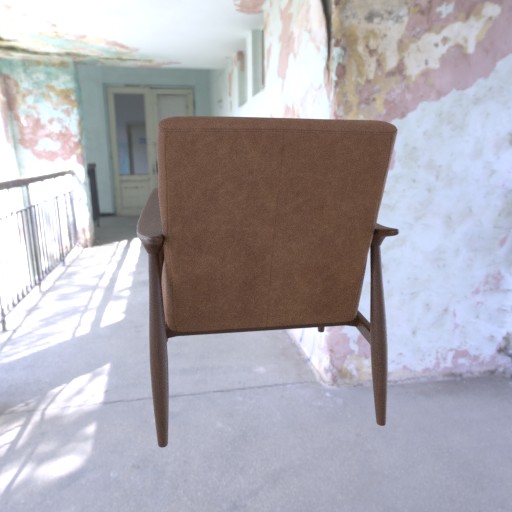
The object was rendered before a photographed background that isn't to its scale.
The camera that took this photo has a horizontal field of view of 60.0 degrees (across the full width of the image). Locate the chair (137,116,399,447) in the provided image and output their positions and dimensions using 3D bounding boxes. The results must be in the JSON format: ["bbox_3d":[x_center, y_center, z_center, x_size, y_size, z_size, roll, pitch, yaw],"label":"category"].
[{"bbox_3d":[0.000,0.000,1.458,0.741,0.832,0.798,-2,14,-9],"label":"chair"}]
